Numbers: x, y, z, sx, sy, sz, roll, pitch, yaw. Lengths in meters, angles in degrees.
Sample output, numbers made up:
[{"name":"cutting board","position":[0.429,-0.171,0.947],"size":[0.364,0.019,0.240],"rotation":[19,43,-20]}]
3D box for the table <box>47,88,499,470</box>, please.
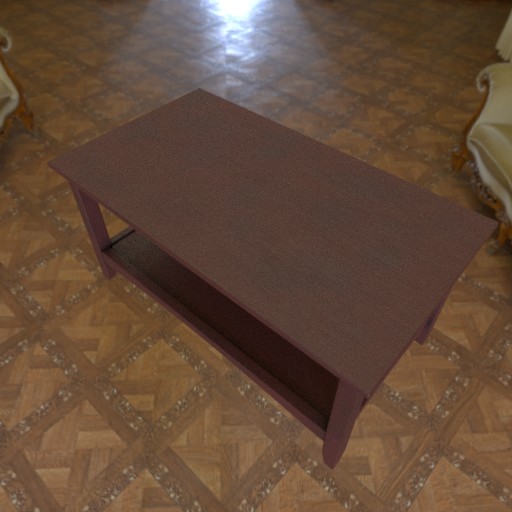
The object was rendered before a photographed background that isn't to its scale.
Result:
[{"name":"table","position":[0.000,0.000,1.206],"size":[0.943,0.456,0.533],"rotation":[33,55,27]}]
